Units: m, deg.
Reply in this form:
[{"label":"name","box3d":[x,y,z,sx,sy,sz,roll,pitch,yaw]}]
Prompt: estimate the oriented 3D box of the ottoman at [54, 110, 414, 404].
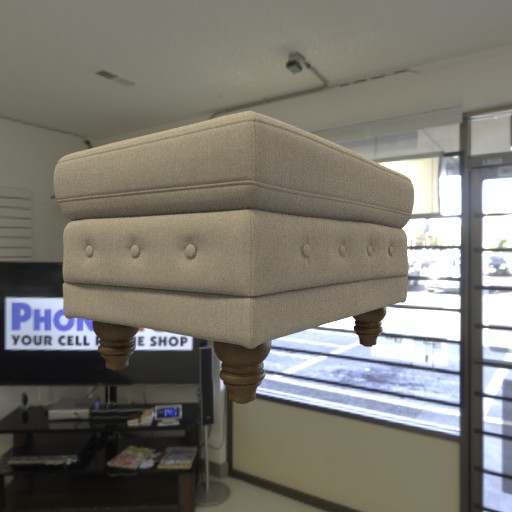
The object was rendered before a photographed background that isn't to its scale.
[{"label":"ottoman","box3d":[0.000,0.000,1.102,0.569,0.500,0.771,1,1,37]}]
